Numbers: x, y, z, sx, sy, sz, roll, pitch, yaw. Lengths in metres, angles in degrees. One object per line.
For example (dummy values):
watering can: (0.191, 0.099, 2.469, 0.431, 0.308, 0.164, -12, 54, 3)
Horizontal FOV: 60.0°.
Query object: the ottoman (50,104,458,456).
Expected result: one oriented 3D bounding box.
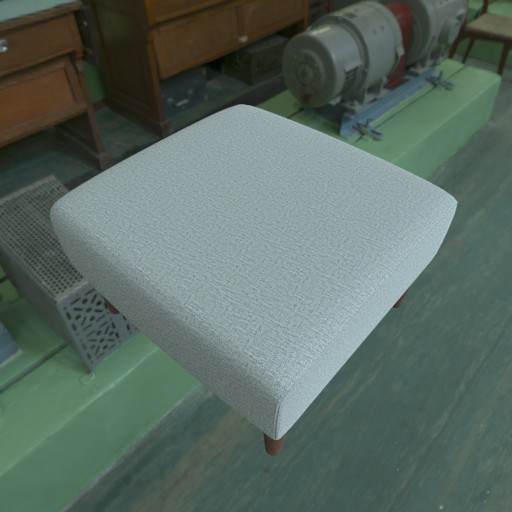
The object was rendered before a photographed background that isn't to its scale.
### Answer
ottoman: (0.000, 0.000, 1.059, 0.650, 0.398, 0.649, 33, 54, 27)
